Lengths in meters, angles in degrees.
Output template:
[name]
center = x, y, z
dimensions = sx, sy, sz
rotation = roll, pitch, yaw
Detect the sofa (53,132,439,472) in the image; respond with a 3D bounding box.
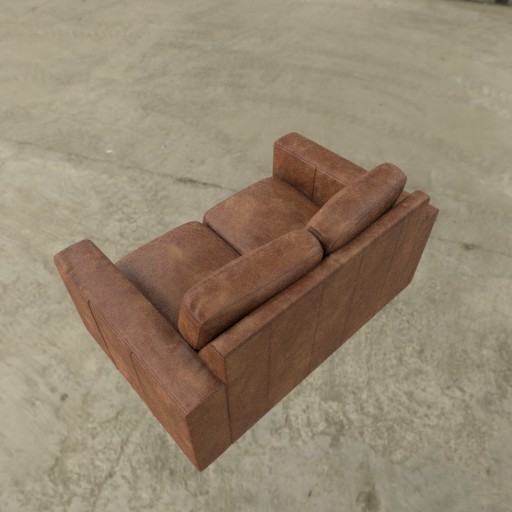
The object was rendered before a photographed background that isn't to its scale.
[sofa]
center = 0.000, 0.000, 2.272
dimensions = 1.626, 0.889, 1.041
rotation = -34, 55, -28
